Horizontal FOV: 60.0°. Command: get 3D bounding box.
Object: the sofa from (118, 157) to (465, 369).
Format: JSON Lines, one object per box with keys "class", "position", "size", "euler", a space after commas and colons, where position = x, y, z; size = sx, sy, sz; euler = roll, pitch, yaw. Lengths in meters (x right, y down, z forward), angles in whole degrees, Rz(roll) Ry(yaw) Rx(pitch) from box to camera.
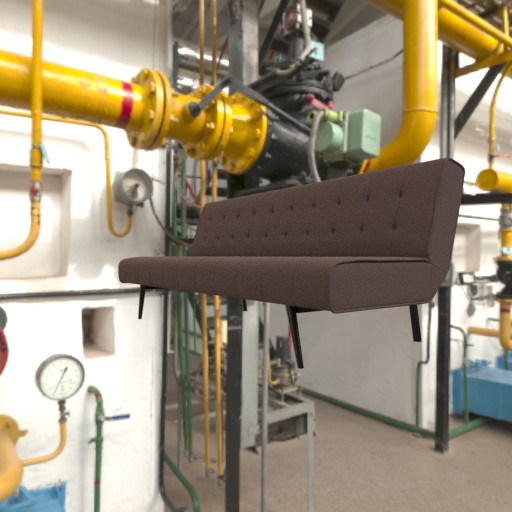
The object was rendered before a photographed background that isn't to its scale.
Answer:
{"class": "sofa", "position": [0.000, 0.000, 2.110], "size": [0.747, 0.699, 1.703], "euler": [0, 0, -36]}
